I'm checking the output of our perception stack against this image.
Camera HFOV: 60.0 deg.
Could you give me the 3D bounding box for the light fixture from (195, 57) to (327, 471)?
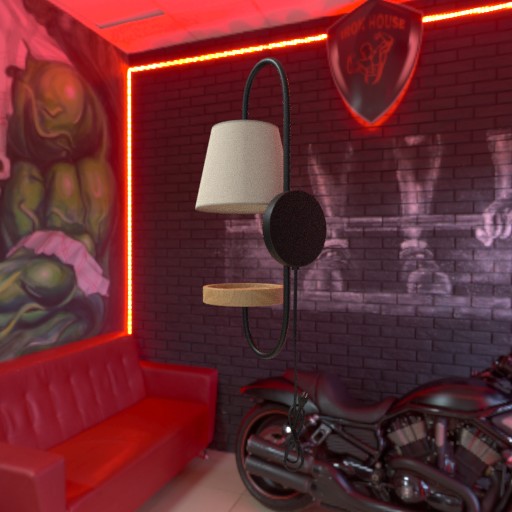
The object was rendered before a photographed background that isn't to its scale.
[{"bbox_3d":[0.000,0.000,0.951,0.220,0.821,0.299,0,1,-37],"label":"light fixture"}]
